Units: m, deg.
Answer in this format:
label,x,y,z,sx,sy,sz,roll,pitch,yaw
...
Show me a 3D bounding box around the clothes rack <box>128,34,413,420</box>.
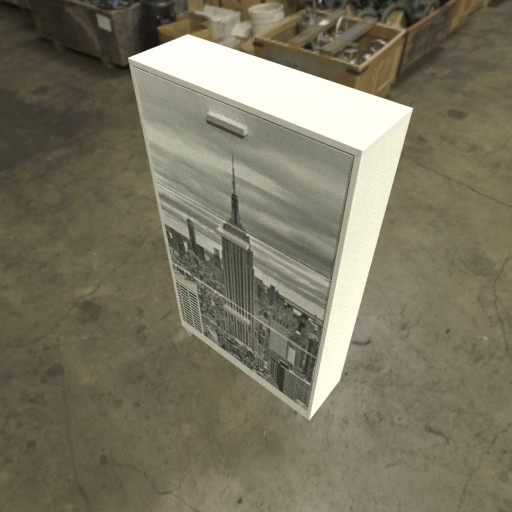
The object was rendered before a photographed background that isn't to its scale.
label,x,y,z,sx,sy,sz,roll,pitch,yaw
clothes rack,0.000,0.000,1.597,0.750,1.280,0.250,30,53,26
